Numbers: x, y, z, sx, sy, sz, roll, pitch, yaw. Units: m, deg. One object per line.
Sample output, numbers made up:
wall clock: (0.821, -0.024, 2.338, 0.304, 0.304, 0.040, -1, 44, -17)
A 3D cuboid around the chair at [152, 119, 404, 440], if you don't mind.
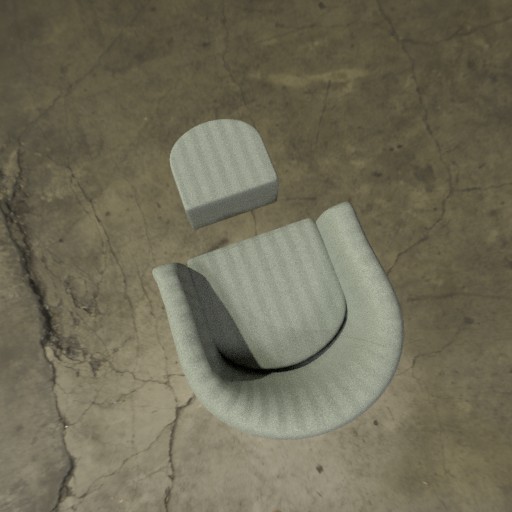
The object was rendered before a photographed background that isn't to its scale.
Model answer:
chair: (0.000, 0.000, 1.752, 0.756, 0.757, 1.288, -19, 77, -5)
